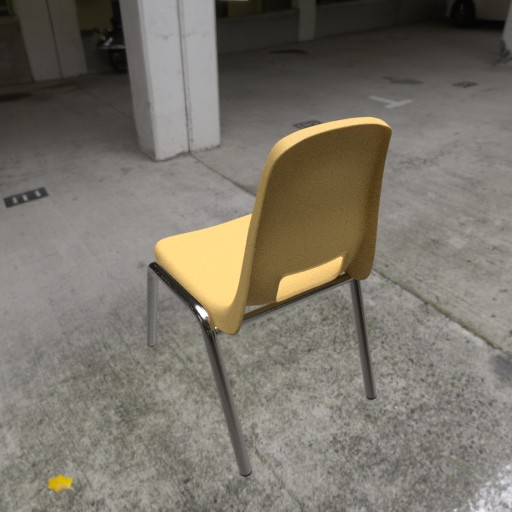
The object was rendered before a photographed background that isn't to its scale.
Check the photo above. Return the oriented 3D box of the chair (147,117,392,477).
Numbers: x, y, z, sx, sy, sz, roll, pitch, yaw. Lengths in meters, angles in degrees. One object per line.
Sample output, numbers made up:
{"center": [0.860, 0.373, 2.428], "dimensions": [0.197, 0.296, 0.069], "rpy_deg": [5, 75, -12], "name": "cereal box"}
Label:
{"center": [0.000, 0.000, 0.842], "dimensions": [0.354, 0.586, 0.423], "rpy_deg": [-19, 36, -28], "name": "chair"}
